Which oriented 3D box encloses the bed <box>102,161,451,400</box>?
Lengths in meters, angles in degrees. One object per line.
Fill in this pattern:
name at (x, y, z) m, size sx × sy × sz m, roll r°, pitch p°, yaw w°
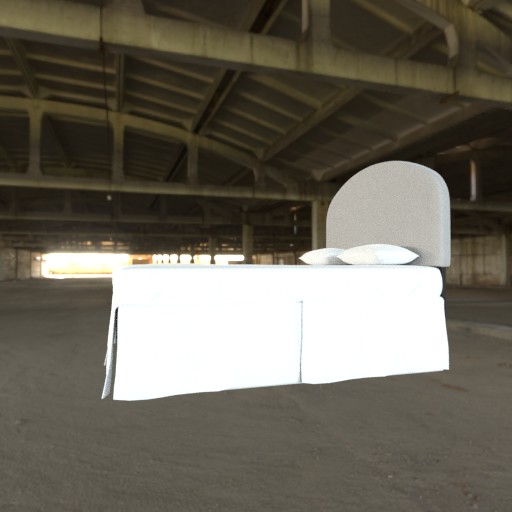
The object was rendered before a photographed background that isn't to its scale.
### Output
bed at (0.000, 0.000, 3.107) m, size 2.005 × 1.410 × 1.607 m, roll 0°, pitch -1°, yaw -18°
